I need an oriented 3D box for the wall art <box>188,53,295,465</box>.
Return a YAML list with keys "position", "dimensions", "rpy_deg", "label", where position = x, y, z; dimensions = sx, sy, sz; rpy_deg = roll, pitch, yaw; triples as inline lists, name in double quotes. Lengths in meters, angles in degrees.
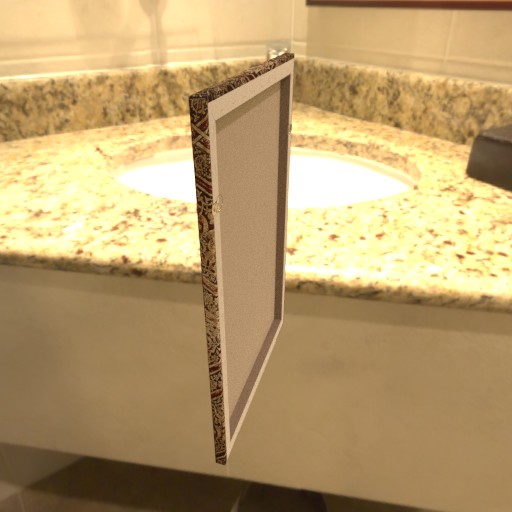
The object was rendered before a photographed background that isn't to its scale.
- position: [0.000, 0.000, 0.764]
  dimensions: [0.020, 0.599, 0.397]
  rpy_deg: [9, 32, 15]
  label: "wall art"
